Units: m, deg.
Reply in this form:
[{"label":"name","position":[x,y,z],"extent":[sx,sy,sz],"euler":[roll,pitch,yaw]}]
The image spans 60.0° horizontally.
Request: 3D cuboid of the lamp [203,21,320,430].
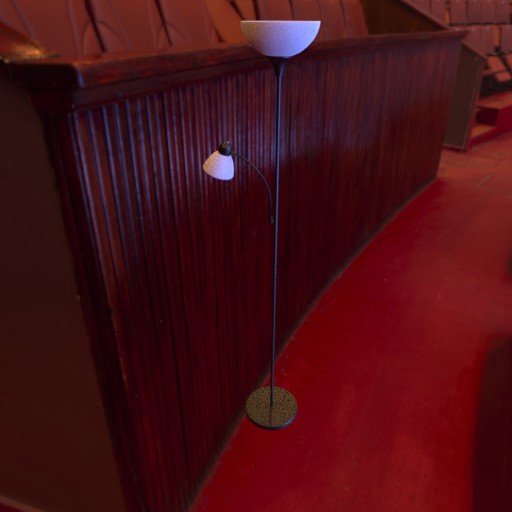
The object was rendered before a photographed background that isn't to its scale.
[{"label":"lamp","position":[0.000,0.000,1.927],"extent":[0.442,1.804,0.279],"euler":[9,30,16]}]
